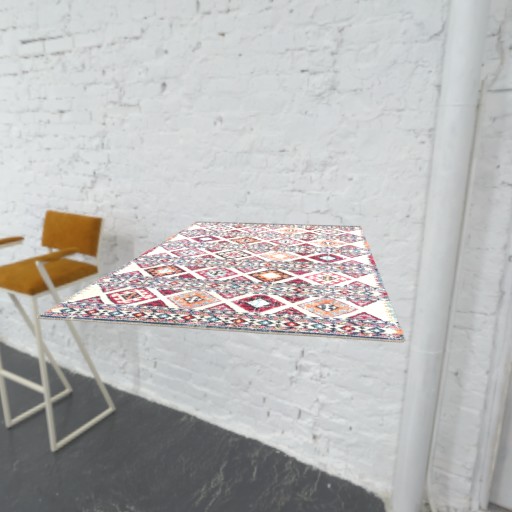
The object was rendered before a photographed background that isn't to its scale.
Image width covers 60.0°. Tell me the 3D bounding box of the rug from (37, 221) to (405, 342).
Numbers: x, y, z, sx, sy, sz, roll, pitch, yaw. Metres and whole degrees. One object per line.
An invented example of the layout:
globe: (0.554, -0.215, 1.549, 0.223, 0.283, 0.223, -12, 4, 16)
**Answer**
rug: (0.000, 0.000, 2.958, 1.545, 0.010, 2.440, 2, 14, 9)
